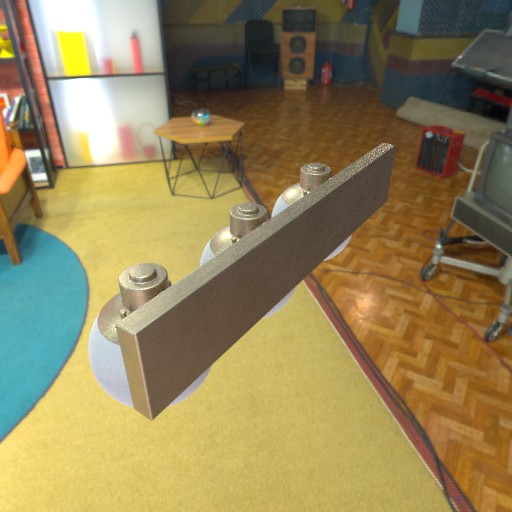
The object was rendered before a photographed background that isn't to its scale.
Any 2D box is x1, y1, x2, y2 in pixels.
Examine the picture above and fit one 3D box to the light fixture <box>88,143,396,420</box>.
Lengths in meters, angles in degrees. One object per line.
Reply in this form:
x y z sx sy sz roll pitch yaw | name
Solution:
0.000 0.000 0.809 0.218 0.263 0.721 21 38 29 | light fixture
